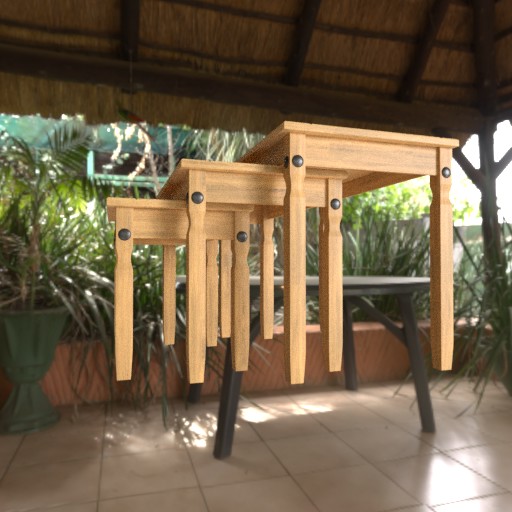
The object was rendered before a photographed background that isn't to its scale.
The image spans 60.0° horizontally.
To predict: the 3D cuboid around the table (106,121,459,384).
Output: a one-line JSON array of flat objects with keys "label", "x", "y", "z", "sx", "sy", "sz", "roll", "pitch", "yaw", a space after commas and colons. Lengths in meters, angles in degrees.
[{"label": "table", "x": 0.000, "y": 0.000, "z": 1.215, "sx": 0.773, "sy": 0.535, "sz": 0.660, "roll": 0, "pitch": -1, "yaw": -18}]
